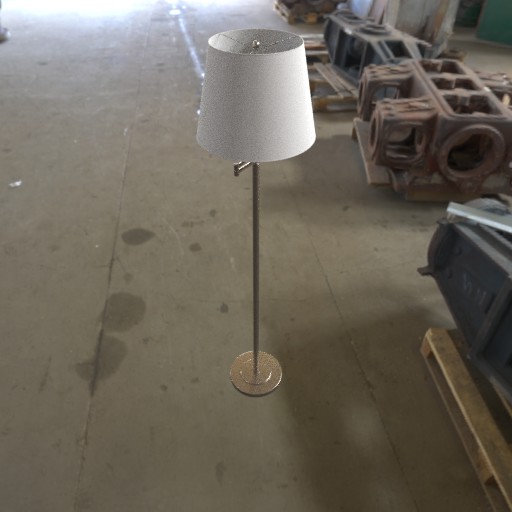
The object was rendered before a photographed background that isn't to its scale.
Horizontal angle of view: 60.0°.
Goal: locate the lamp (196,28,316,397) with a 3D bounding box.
[{"bbox_3d":[0.000,0.000,1.635,0.355,1.473,0.355,0,40,0],"label":"lamp"}]
